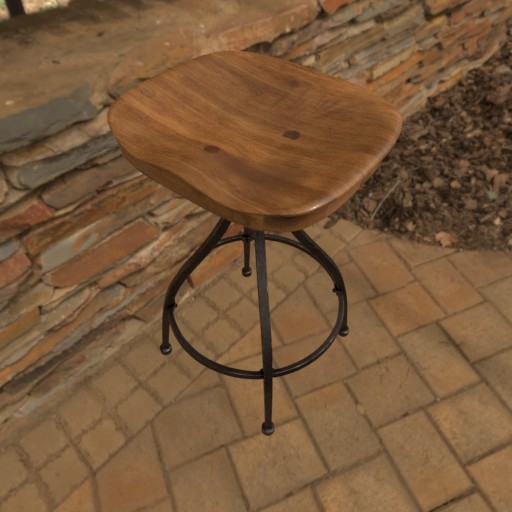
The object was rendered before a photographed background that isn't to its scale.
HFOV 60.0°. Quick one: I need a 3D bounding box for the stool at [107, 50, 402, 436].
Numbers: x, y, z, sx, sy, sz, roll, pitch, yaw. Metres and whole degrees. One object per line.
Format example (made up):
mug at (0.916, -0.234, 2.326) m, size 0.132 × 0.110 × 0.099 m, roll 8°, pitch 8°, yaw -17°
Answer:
stool at (0.000, 0.000, 0.958) m, size 0.432 × 0.694 × 0.424 m, roll 30°, pitch 55°, yaw 25°
